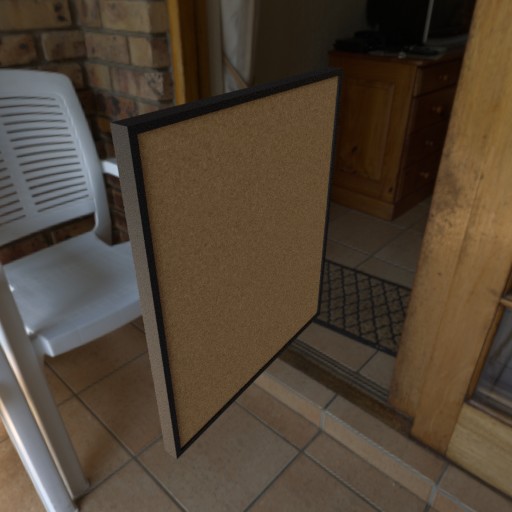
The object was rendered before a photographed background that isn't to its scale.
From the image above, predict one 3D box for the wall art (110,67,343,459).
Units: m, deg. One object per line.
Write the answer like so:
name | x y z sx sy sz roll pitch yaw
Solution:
wall art | 0.000 0.000 0.530 0.019 0.381 0.330 21 37 31
